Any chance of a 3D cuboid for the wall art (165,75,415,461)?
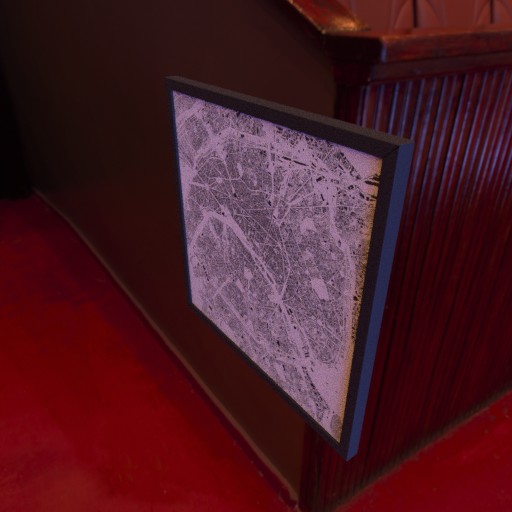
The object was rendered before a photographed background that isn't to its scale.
[{"bbox_3d":[0.000,0.000,1.127,0.037,0.763,0.763,-21,37,-31],"label":"wall art"}]
